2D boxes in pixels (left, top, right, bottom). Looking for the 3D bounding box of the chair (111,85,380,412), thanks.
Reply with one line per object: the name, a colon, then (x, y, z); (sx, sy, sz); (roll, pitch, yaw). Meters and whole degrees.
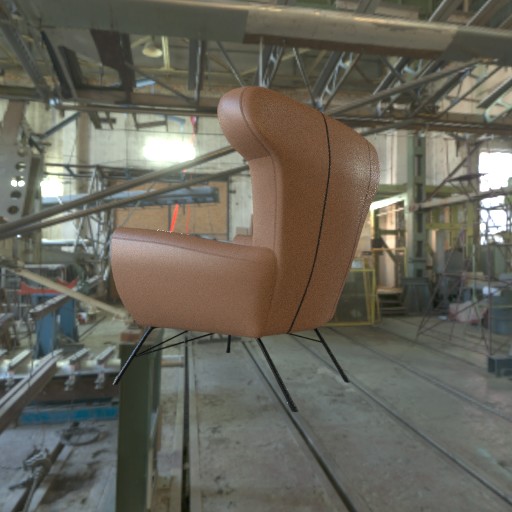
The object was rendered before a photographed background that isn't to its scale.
chair: (0.000, 0.000, 1.864); (0.900, 1.050, 0.980); (0, 0, 36)
